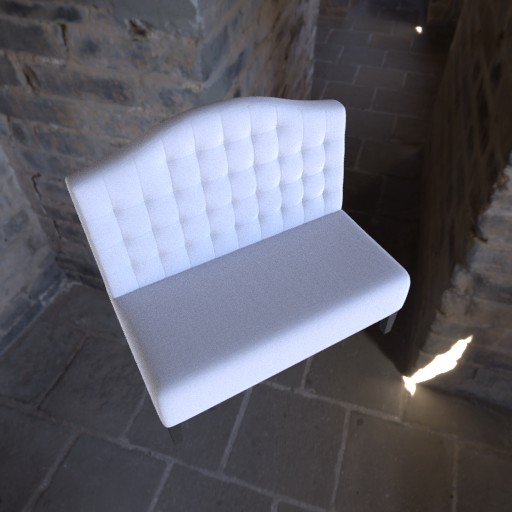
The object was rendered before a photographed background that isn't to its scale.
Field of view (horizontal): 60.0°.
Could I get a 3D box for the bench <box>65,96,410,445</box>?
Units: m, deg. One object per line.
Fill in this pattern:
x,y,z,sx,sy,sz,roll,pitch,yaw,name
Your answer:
0.000,0.000,2.076,1.335,1.180,0.815,-22,50,-20,bench
